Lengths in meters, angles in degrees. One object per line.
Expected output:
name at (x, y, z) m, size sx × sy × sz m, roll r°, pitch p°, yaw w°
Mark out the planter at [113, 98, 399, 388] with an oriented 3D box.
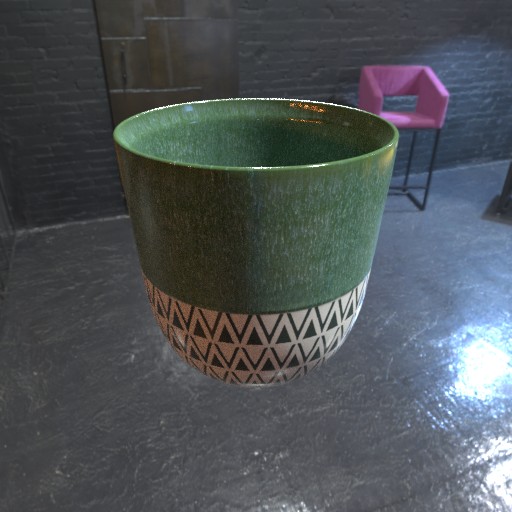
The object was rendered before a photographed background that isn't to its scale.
planter at (0.000, 0.000, 0.365) m, size 0.195 × 0.214 × 0.195 m, roll 0°, pitch 30°, yaw 0°
